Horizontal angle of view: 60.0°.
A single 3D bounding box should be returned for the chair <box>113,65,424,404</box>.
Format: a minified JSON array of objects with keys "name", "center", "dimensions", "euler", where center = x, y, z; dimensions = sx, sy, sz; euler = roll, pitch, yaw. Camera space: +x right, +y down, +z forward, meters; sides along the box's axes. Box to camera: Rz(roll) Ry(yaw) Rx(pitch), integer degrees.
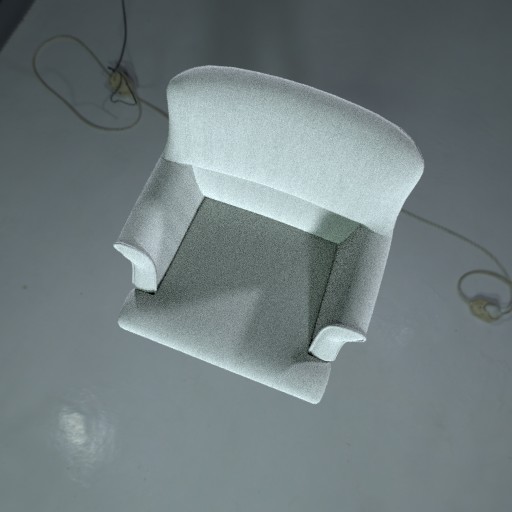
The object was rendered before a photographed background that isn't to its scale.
[{"name":"chair","center":[0.000,0.000,1.473],"dimensions":[0.781,0.875,0.750],"euler":[20,75,5]}]
